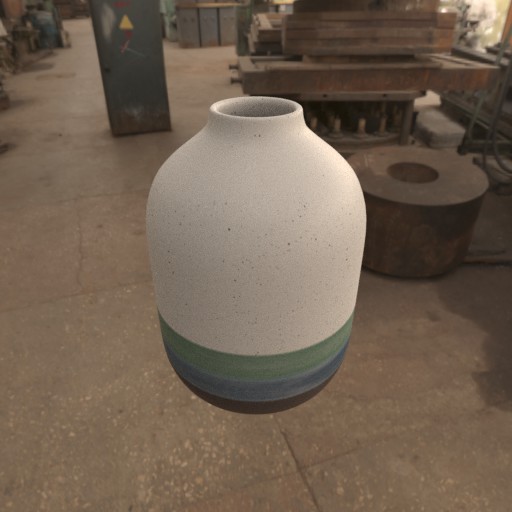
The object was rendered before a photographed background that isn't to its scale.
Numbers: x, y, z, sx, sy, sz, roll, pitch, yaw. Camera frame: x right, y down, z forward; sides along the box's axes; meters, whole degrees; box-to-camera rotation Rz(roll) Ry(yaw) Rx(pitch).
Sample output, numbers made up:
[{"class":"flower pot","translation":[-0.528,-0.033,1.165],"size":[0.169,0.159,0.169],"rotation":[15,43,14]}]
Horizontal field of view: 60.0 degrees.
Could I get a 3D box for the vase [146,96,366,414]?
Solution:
[{"class":"vase","translation":[0.000,0.000,0.366],"size":[0.169,0.240,0.169],"rotation":[0,32,0]}]
